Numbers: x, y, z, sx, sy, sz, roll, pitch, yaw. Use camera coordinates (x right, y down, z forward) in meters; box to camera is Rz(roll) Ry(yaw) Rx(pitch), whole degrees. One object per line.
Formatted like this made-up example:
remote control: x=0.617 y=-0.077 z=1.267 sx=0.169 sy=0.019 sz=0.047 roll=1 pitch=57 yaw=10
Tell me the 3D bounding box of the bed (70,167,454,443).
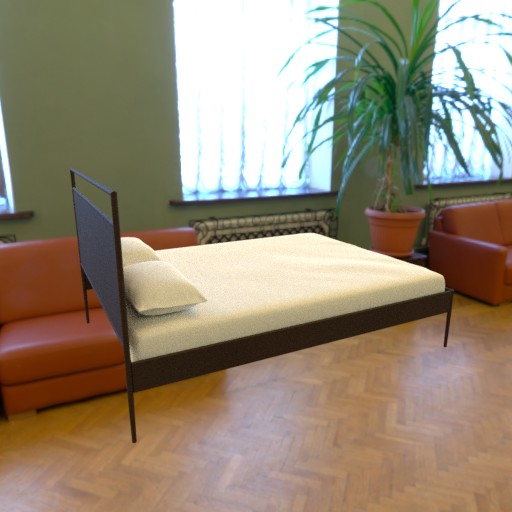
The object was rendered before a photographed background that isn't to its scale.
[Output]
bed: x=0.000 y=0.000 z=3.057 sx=2.122 sy=1.173 sz=1.572 roll=-8 pitch=17 yaw=-27
